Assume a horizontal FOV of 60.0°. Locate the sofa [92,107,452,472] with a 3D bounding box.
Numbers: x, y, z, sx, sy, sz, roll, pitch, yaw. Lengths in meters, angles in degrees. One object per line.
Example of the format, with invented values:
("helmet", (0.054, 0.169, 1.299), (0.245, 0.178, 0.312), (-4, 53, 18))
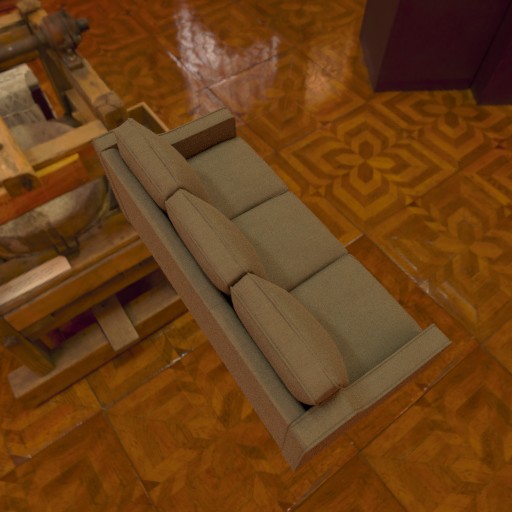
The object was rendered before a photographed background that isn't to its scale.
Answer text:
("sofa", (0.000, 0.000, 2.499), (0.911, 0.974, 1.986), (-30, 63, -17))
